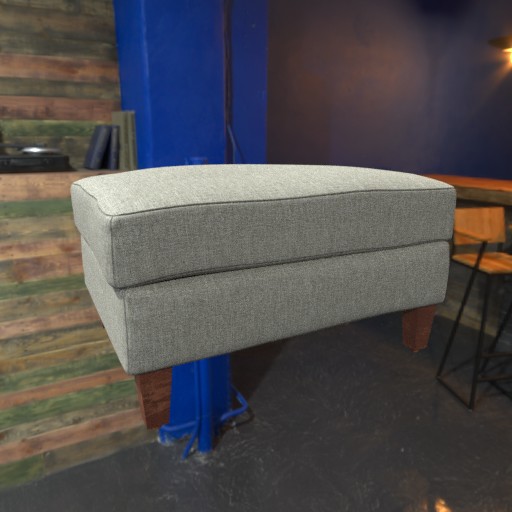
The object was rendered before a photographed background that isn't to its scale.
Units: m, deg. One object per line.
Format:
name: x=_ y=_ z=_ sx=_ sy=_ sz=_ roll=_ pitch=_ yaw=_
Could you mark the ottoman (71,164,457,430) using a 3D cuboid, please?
ottoman: x=0.000 y=0.000 z=1.218 sx=0.873 sy=0.494 sz=0.639 roll=-8 pitch=17 yaw=-26
